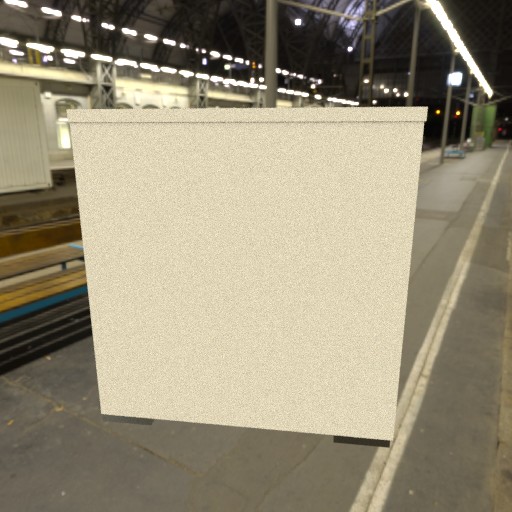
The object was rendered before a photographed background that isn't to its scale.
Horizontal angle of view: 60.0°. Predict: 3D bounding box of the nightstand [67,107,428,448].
[{"bbox_3d":[0.000,0.000,0.751,0.441,0.460,0.325,2,16,8],"label":"nightstand"}]
